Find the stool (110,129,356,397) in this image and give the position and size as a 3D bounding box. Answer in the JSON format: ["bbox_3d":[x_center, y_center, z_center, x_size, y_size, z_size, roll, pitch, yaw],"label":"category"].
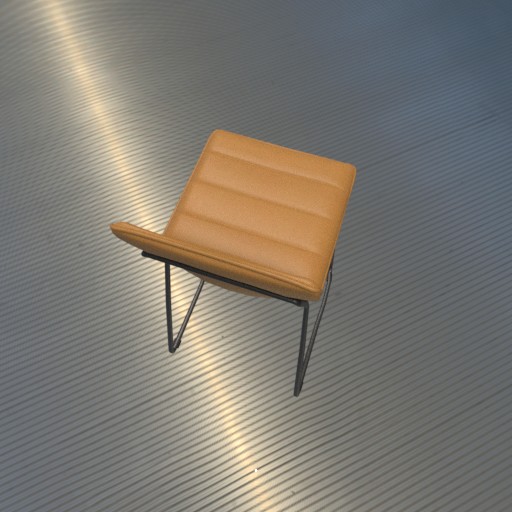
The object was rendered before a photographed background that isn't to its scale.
[{"bbox_3d":[0.000,0.000,1.256,0.489,0.936,0.524,17,65,8],"label":"stool"}]
